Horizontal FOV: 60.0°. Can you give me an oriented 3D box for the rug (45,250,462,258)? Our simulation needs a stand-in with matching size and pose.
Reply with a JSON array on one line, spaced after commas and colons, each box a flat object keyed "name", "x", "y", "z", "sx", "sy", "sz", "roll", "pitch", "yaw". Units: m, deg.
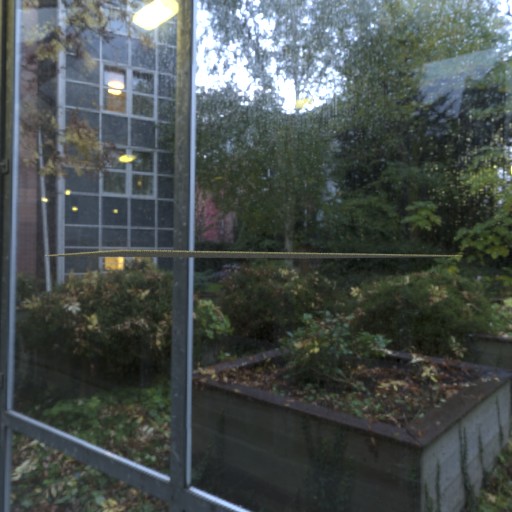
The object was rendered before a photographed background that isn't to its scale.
[{"name": "rug", "x": 0.000, "y": 0.000, "z": 2.917, "sx": 2.286, "sy": 0.006, "sz": 1.524, "roll": 1, "pitch": -1, "yaw": -35}]
